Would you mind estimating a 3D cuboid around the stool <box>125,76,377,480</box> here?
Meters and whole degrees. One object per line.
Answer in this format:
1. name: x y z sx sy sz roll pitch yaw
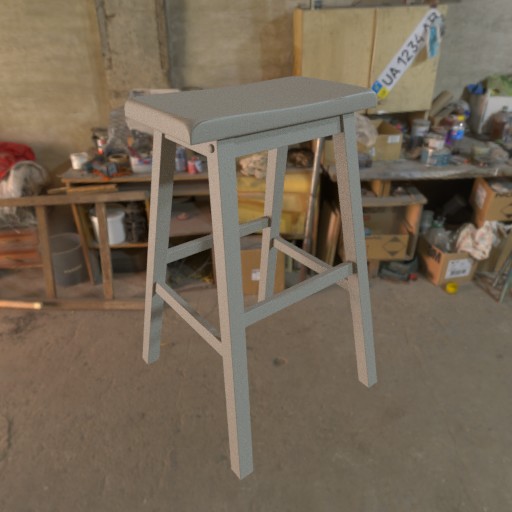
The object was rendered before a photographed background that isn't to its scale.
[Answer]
1. stool: 0.000 0.000 1.051 0.457 0.737 0.476 -22 37 -32
